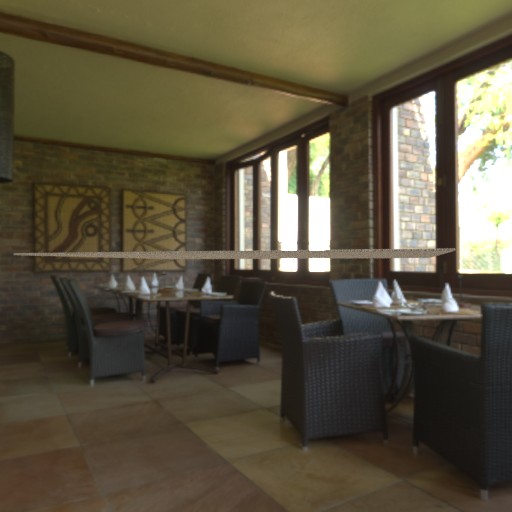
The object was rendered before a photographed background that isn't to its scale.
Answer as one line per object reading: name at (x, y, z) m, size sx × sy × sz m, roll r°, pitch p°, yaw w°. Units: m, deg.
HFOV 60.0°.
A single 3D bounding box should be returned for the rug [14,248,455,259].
rug at (0.000, 0.000, 3.793) m, size 2.894 × 0.013 × 2.286 m, roll 0°, pitch -1°, yaw 18°
